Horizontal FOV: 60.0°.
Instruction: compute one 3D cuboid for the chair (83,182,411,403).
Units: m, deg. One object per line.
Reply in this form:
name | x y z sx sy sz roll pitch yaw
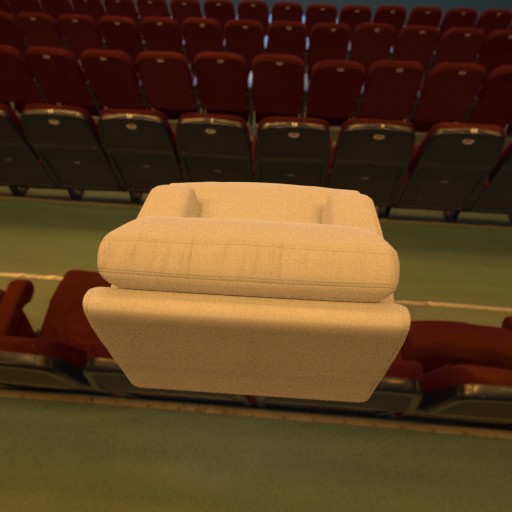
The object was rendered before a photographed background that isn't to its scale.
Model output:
chair | 0.000 0.000 2.015 1.140 0.930 1.158 3 47 3
